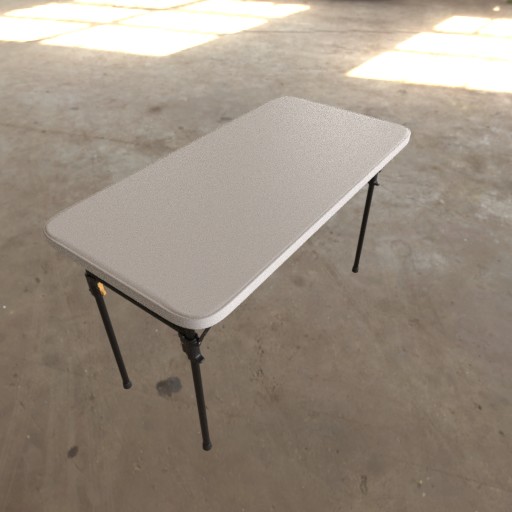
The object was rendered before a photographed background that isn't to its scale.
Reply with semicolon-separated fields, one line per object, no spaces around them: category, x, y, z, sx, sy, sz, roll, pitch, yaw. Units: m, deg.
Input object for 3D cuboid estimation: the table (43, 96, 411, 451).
table;0.000;0.000;1.660;0.610;0.729;1.219;25;46;27
